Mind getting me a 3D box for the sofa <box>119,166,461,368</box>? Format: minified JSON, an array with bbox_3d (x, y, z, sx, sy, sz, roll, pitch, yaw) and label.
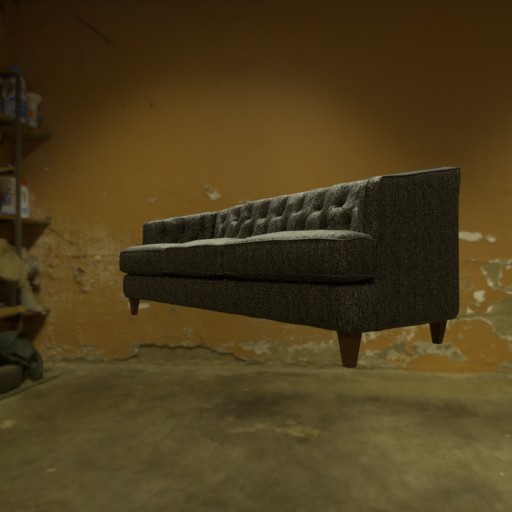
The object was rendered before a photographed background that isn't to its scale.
[{"bbox_3d":[0.000,0.000,2.682,0.941,0.855,2.278,1,-2,-36],"label":"sofa"}]
